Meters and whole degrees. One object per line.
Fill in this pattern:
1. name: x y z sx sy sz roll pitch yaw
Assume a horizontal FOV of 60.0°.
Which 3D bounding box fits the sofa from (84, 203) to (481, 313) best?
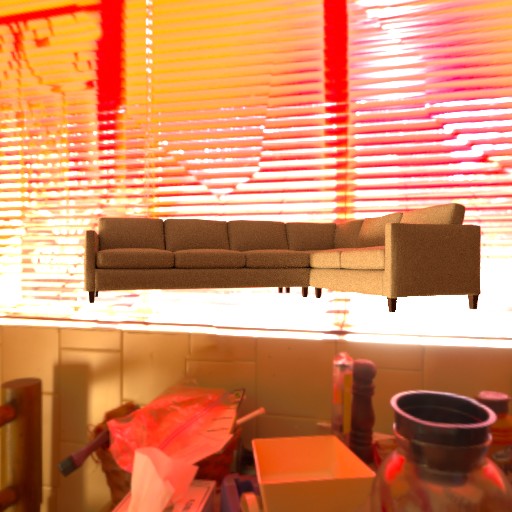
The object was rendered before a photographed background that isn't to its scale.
1. sofa: 0.000 0.000 4.485 3.333 0.934 2.522 0 -1 -17
